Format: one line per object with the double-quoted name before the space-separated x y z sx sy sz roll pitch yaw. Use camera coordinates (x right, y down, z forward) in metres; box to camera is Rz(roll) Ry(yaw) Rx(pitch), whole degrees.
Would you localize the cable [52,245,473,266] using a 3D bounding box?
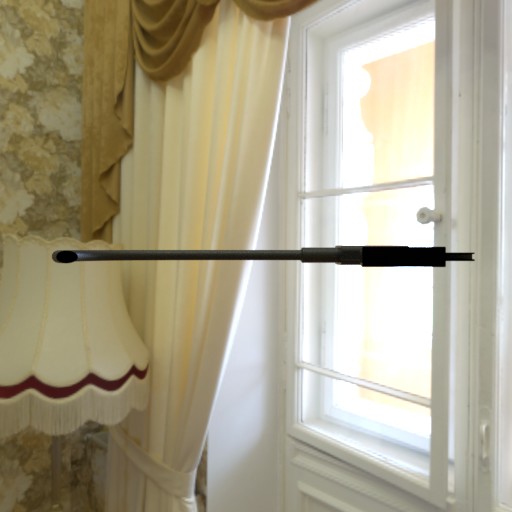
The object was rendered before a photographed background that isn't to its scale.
"cable" 0.000 0.000 0.112 0.098 0.006 0.040 0 1 -1
